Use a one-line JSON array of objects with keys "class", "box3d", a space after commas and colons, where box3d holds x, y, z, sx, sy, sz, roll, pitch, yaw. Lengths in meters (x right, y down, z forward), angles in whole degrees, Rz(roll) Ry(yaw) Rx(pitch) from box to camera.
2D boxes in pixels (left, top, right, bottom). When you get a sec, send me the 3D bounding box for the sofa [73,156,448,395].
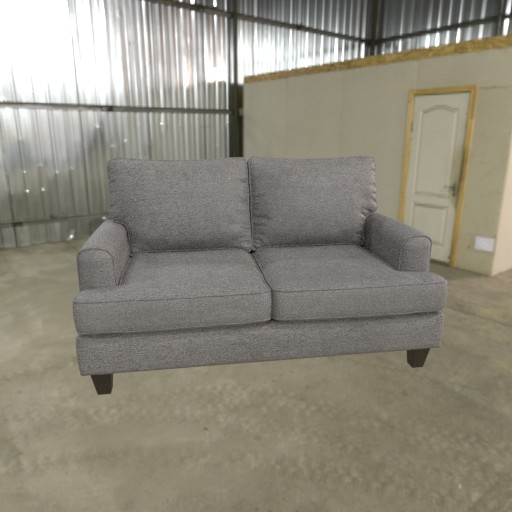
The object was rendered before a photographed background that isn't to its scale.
[{"class": "sofa", "box3d": [0.000, 0.000, 2.285, 1.651, 0.965, 0.965, -3, 17, -8]}]
